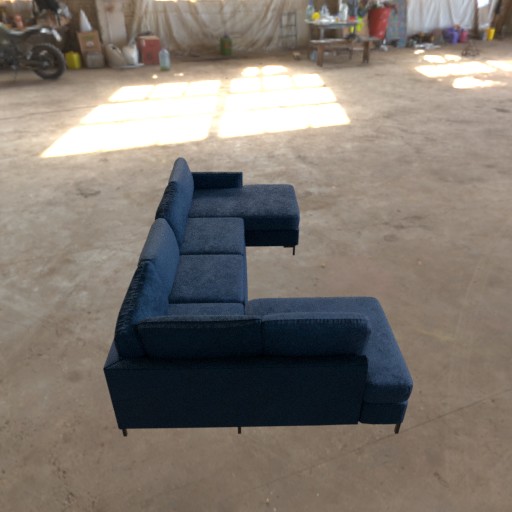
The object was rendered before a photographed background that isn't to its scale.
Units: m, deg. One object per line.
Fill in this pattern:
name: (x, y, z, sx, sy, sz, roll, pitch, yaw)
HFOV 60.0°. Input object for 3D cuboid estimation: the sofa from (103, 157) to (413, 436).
sofa: (0.000, 0.000, 4.400, 2.055, 0.992, 3.434, -1, 32, -1)
